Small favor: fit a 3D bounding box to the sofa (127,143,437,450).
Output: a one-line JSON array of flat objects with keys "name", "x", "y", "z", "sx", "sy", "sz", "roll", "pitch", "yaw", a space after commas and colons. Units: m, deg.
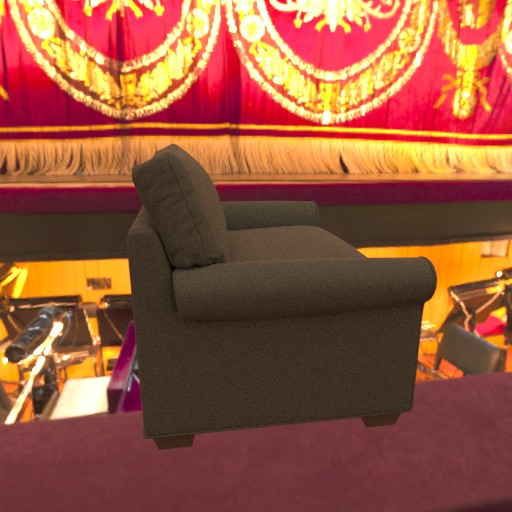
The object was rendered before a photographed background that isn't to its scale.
[{"name": "sofa", "x": 0.000, "y": 0.000, "z": 1.972, "sx": 0.940, "sy": 0.953, "sz": 1.410, "roll": -2, "pitch": 15, "yaw": -9}]
